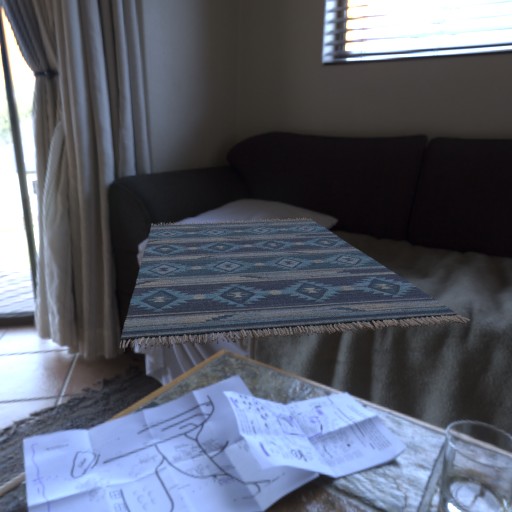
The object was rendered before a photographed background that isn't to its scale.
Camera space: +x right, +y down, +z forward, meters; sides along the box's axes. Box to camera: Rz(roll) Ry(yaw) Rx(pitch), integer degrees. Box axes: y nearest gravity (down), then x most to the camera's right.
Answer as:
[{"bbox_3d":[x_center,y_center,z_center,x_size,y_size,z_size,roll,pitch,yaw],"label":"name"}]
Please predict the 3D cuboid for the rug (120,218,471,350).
[{"bbox_3d":[0.000,0.000,2.348,1.181,0.028,1.936,-3,16,-9],"label":"rug"}]
